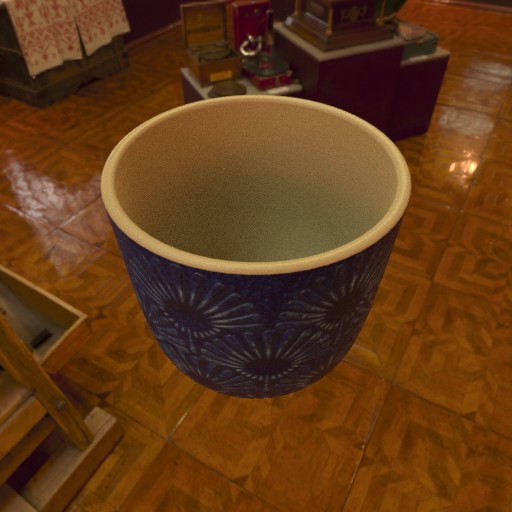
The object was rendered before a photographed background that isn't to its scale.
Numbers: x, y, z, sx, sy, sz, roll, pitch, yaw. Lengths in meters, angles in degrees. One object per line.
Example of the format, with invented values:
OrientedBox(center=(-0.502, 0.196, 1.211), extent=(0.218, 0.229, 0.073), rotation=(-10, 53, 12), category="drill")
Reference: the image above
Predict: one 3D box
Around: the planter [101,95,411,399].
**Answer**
OrientedBox(center=(0.000, 0.000, 0.219), extent=(0.124, 0.109, 0.124), rotation=(0, 45, 0), category="planter")
